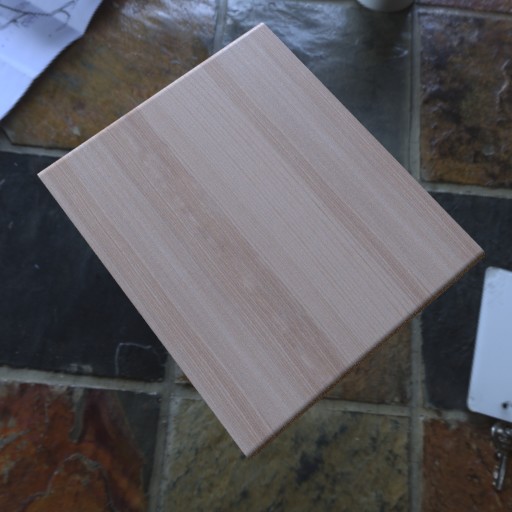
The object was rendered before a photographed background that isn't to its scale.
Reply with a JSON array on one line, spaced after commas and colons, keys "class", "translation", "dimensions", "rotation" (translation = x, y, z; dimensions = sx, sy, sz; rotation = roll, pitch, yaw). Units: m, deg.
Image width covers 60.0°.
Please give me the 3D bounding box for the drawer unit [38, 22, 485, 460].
[{"class": "drawer unit", "translation": [0.000, 0.000, 0.599], "dimensions": [0.290, 0.344, 0.344], "rotation": [-38, 79, -9]}]
